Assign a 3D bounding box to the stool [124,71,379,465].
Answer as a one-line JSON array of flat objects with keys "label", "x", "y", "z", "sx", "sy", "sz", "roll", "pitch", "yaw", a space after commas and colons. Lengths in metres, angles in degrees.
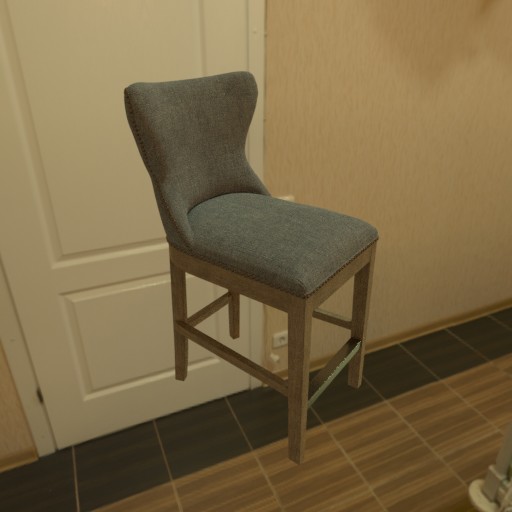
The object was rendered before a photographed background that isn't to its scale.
[{"label": "stool", "x": 0.000, "y": 0.000, "z": 1.330, "sx": 0.608, "sy": 0.981, "sz": 0.498, "roll": 19, "pitch": 33, "yaw": 32}]
